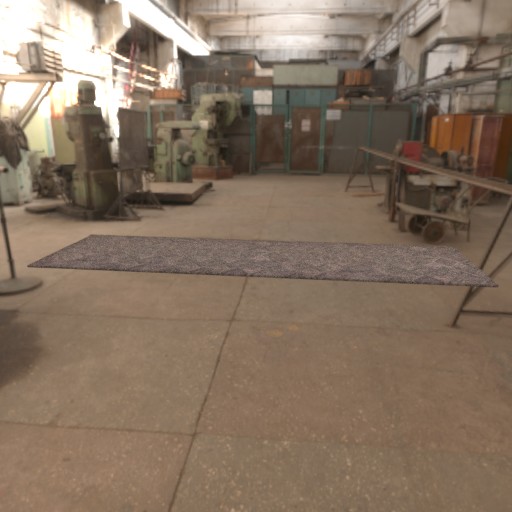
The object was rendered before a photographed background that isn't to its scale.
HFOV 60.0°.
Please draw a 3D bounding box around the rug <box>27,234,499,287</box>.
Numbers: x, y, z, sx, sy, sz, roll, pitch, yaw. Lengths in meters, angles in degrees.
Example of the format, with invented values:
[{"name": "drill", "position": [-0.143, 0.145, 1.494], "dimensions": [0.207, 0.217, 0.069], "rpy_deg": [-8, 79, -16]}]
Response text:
[{"name": "rug", "position": [0.000, 0.000, 2.463], "dimensions": [2.296, 0.011, 0.691], "rpy_deg": [2, 16, 7]}]
